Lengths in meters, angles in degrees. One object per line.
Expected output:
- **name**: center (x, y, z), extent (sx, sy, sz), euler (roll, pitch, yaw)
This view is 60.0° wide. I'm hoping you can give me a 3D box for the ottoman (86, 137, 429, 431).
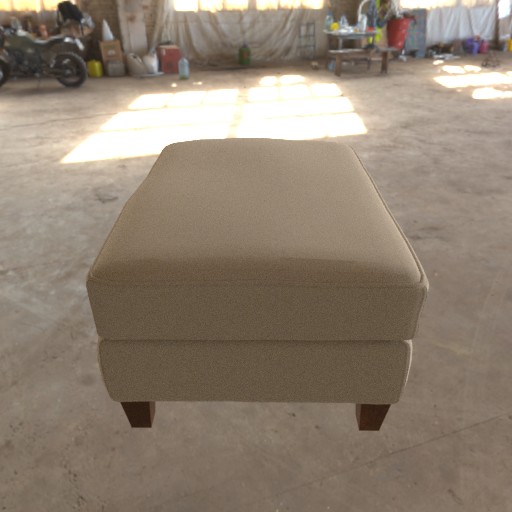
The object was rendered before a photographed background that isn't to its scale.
- **ottoman**: center (0.000, 0.000, 1.200), extent (0.634, 0.485, 0.818), euler (0, 31, 1)
